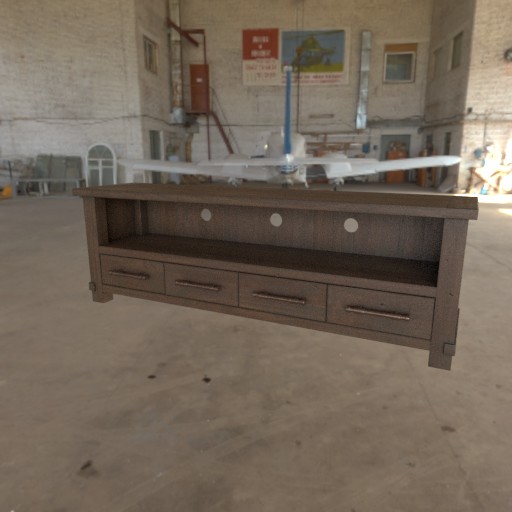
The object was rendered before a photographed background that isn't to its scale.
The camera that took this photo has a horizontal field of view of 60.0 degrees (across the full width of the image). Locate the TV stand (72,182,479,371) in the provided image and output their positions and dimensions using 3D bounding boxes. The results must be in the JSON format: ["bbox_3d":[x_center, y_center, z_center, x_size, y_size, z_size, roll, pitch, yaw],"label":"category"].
[{"bbox_3d":[0.000,0.000,2.139,1.866,0.615,0.471,6,15,25],"label":"TV stand"}]
